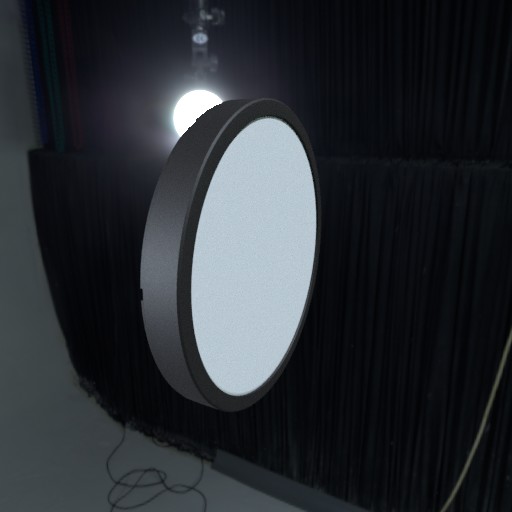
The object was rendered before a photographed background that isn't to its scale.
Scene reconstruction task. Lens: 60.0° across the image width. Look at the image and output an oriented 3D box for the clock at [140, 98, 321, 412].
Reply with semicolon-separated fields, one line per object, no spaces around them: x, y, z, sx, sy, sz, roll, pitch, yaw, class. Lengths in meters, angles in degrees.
0.000;0.000;0.438;0.040;0.293;0.293;8;17;26;clock
